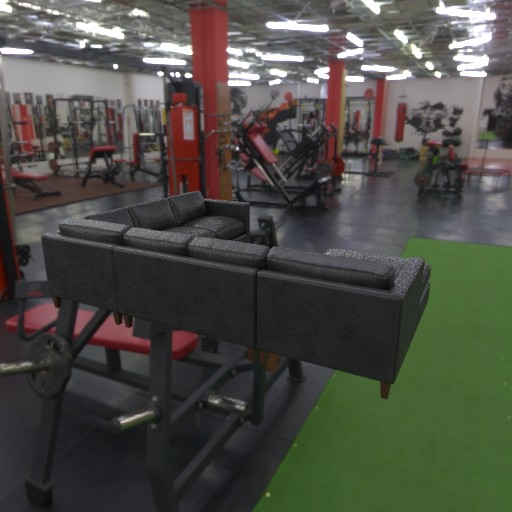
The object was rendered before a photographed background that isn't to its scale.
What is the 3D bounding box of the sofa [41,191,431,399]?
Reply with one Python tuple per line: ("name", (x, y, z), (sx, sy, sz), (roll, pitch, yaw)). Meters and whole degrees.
("sofa", (0.000, 0.000, 4.550), (3.324, 0.891, 2.452), (9, 19, 27))
